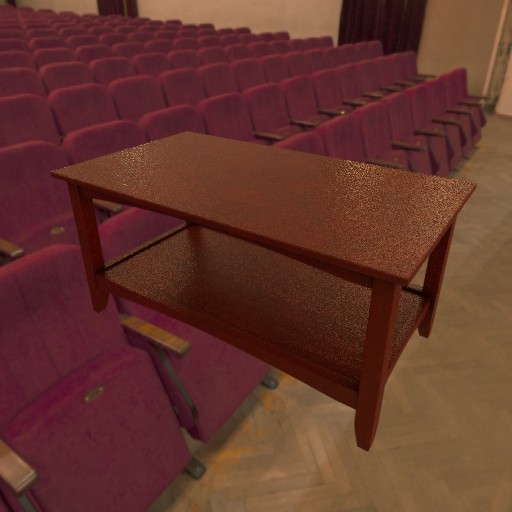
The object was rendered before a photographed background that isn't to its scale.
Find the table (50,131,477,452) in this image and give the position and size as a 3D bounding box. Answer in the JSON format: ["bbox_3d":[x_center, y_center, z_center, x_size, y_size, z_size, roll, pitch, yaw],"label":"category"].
[{"bbox_3d":[0.000,0.000,1.230,0.943,0.456,0.533,18,34,29],"label":"table"}]
